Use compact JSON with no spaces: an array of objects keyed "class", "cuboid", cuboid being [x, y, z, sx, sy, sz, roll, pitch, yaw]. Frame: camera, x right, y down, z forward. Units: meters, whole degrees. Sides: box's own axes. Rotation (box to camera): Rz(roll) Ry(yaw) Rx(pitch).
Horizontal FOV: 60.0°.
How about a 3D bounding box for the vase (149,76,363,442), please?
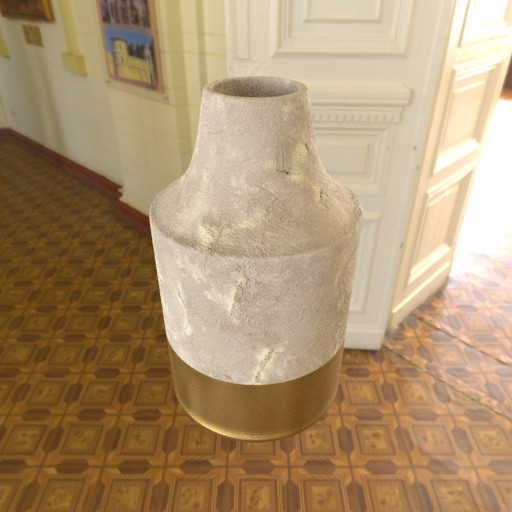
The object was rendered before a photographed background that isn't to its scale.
[{"class":"vase","cuboid":[0.000,0.000,0.417,0.184,0.305,0.184,0,33,0]}]
